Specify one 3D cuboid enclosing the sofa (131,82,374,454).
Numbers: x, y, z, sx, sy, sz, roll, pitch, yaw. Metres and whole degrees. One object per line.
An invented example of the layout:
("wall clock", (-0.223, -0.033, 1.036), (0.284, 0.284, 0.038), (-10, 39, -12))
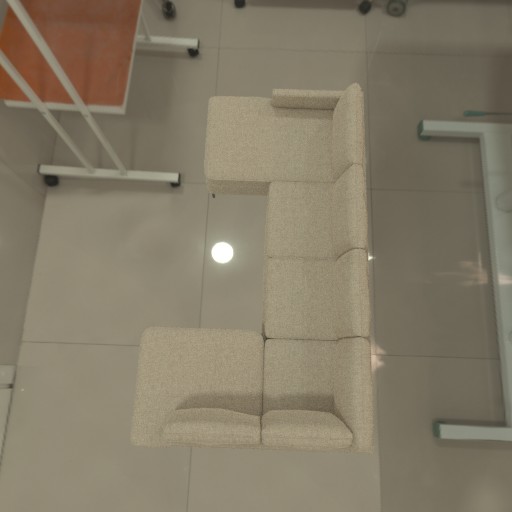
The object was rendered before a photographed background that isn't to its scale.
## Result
("sofa", (0.000, 0.000, 4.212), (2.021, 0.996, 3.423), (2, 75, 1))
